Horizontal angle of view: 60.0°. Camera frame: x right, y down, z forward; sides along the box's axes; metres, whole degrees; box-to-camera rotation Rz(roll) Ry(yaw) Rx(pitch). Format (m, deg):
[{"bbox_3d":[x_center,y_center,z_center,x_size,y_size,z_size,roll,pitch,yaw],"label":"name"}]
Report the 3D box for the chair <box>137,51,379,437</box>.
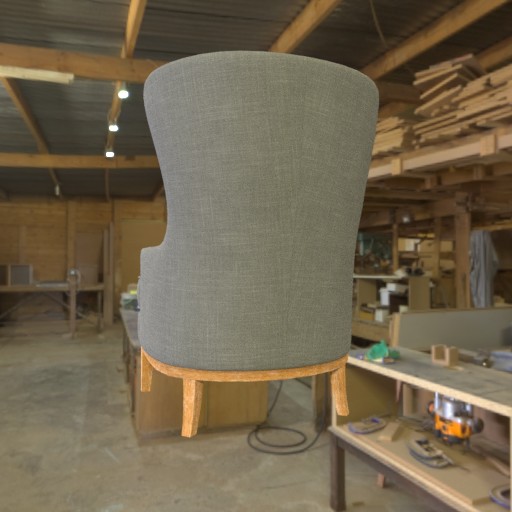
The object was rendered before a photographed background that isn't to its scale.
[{"bbox_3d":[0.000,0.000,1.702,0.864,1.176,0.883,0,-1,-20],"label":"chair"}]
